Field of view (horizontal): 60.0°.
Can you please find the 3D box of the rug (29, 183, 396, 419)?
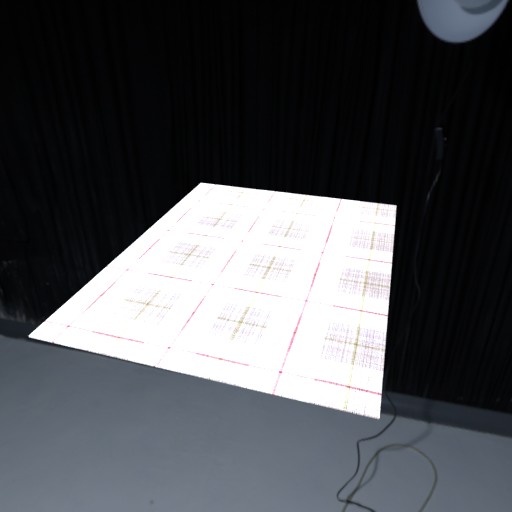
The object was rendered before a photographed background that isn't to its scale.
[{"bbox_3d":[0.000,0.000,3.934,2.317,0.016,2.959,9,32,15],"label":"rug"}]
